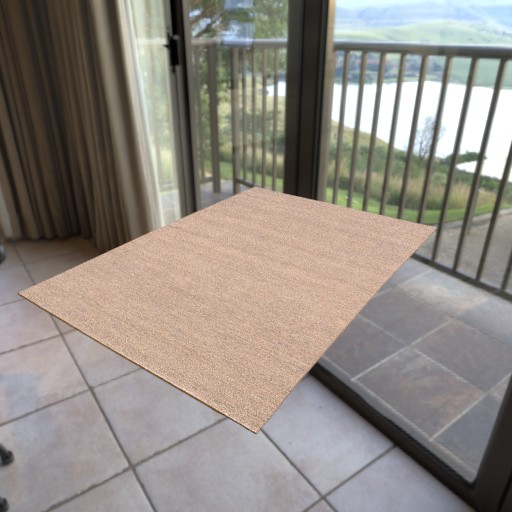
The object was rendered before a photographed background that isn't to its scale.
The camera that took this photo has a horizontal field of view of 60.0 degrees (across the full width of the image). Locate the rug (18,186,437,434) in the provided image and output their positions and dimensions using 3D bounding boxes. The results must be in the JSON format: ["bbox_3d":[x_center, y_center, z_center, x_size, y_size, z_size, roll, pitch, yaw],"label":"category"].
[{"bbox_3d":[0.000,0.000,2.830,1.624,0.030,2.264,18,33,31],"label":"rug"}]
